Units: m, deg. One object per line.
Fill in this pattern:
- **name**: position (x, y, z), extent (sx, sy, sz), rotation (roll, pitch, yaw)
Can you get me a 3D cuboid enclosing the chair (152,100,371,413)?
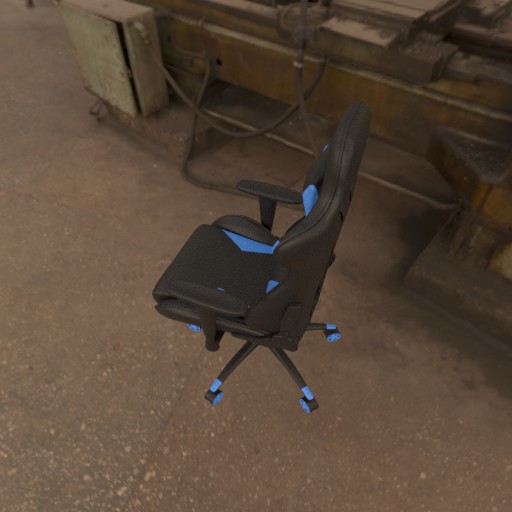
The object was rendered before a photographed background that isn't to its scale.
- **chair**: position (0.000, 0.000, 1.672), extent (0.730, 1.282, 0.695), rotation (16, 48, 15)
